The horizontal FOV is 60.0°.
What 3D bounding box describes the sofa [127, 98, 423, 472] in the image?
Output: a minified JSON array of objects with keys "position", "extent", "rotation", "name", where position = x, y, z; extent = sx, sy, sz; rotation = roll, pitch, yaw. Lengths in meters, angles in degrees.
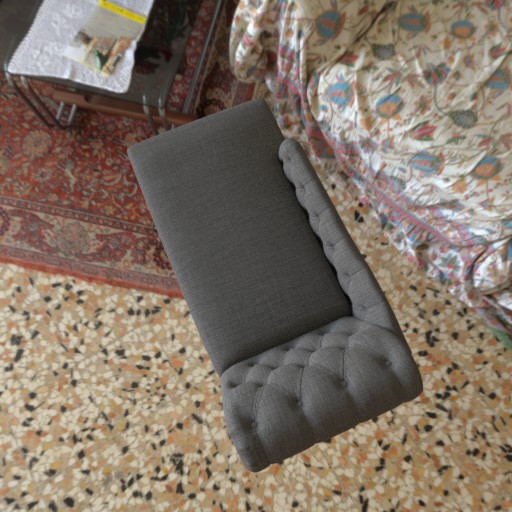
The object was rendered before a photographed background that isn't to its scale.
[{"position":[0.000,0.000,1.808],"extent":[0.675,0.787,1.379],"rotation":[-23,76,-6],"name":"sofa"}]
